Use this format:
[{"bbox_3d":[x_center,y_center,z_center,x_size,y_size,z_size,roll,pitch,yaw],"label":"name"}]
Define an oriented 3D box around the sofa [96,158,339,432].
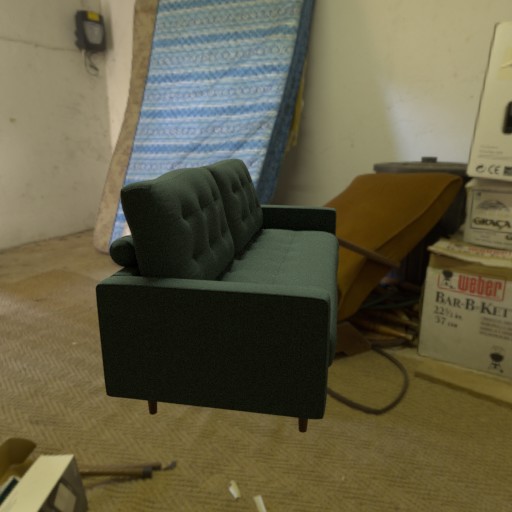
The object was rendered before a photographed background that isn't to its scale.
[{"bbox_3d":[0.000,0.000,2.603,0.966,1.050,2.010,3,16,10],"label":"sofa"}]
